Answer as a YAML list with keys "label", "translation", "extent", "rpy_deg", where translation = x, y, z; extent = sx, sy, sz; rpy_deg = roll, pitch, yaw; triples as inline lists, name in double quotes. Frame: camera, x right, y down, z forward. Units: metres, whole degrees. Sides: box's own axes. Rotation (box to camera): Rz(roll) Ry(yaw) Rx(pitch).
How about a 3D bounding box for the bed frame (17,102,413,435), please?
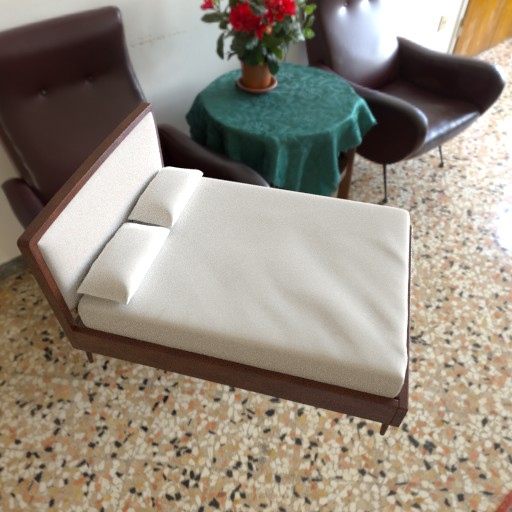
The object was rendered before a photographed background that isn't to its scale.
- label: "bed frame"
  translation: [0.000, 0.000, 3.082]
  extent: [2.171, 1.279, 1.587]
  rpy_deg: [11, 47, 10]
